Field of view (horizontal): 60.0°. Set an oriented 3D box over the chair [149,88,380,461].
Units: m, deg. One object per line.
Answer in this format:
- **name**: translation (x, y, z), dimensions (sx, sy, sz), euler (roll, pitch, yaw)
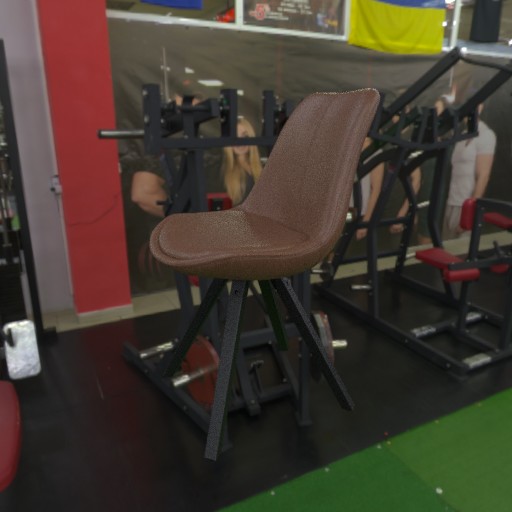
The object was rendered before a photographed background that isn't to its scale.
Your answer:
- **chair**: translation (0.000, 0.000, 1.199), dimensions (0.550, 0.850, 0.475), euler (-8, 19, -24)
